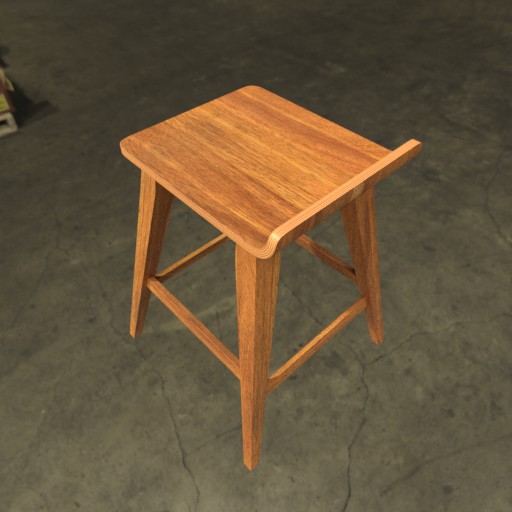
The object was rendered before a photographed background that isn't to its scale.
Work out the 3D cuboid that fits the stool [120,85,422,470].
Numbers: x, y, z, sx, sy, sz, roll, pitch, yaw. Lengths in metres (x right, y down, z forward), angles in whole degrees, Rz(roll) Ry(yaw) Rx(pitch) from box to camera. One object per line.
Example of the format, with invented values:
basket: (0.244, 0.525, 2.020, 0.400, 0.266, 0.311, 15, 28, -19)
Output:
stool: (0.000, 0.000, 0.998, 0.500, 0.650, 0.500, -34, 55, -28)
